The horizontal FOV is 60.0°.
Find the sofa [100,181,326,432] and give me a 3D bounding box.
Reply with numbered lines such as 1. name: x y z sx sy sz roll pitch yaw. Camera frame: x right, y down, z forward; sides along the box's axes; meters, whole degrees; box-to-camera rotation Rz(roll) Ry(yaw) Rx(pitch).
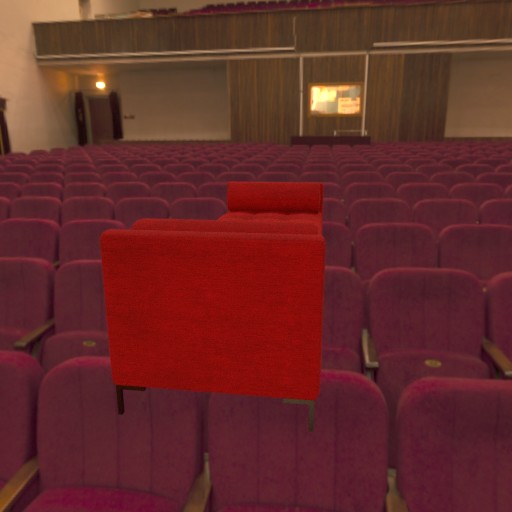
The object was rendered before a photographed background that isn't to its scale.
1. sofa: 0.000 0.000 2.314 0.686 0.635 1.981 2 14 8
